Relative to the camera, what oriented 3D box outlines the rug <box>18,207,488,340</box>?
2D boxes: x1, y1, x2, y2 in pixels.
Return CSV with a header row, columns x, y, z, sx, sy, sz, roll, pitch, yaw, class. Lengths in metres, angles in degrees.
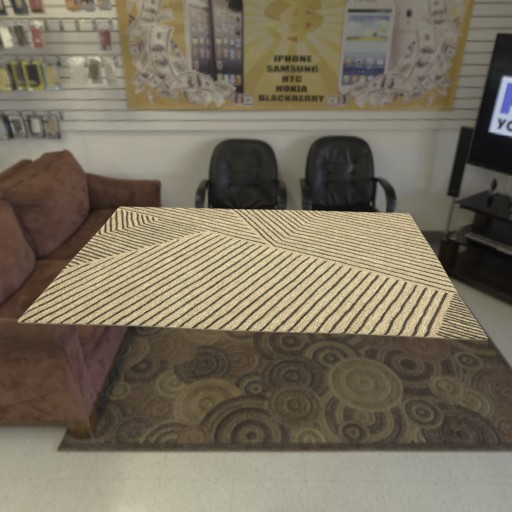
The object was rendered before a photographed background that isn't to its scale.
x,y,z,sx,sy,sz,roll,pitch,yaw,class
0.000,0.000,2.264,1.842,0.019,1.237,2,28,3,rug
